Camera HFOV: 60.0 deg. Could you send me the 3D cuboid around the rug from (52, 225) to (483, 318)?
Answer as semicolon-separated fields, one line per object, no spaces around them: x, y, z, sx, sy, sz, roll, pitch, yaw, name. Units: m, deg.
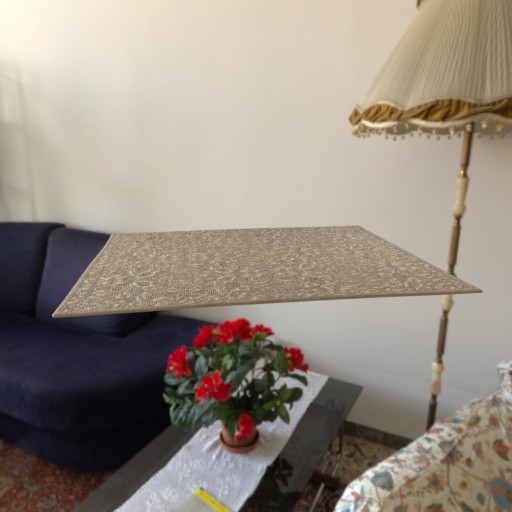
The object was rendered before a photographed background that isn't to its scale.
0.000;0.000;4.213;3.017;0.035;2.472;-2;15;-9;rug
